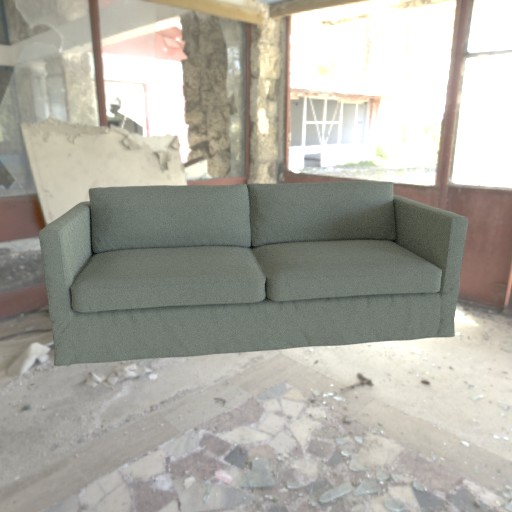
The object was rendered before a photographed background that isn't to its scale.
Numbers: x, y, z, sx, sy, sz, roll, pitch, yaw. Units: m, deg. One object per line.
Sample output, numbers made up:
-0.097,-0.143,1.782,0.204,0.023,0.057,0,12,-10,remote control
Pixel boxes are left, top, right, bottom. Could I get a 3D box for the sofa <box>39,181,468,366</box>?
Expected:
0.000,0.000,2.810,2.312,0.853,0.962,-2,16,-8,sofa
